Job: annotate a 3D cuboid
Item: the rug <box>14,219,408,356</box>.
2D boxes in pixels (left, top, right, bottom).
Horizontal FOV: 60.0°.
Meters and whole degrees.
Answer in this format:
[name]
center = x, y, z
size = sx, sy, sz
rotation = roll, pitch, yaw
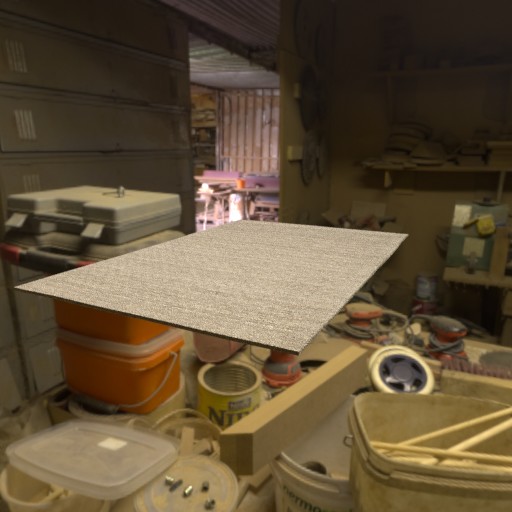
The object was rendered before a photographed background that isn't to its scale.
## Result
[rug]
center = 0.000, 0.000, 2.851
size = 1.532, 0.018, 2.297
rotation = 7, 16, 27
